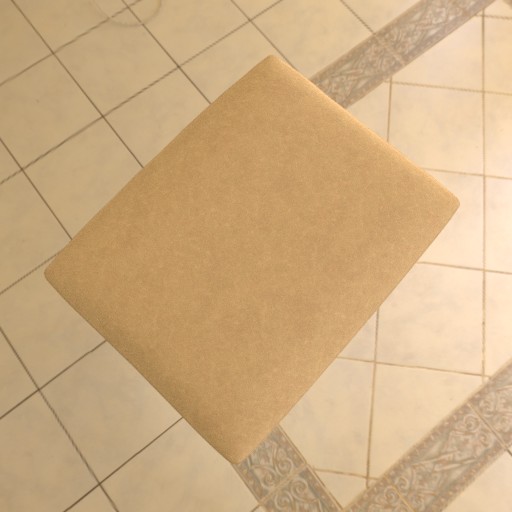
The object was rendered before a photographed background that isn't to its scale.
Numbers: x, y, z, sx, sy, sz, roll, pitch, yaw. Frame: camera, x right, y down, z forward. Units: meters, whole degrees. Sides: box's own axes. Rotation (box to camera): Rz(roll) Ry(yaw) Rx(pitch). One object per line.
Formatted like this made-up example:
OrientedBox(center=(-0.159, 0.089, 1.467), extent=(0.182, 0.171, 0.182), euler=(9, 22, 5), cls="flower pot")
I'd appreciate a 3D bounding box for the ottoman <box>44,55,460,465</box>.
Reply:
OrientedBox(center=(0.000, 0.000, 1.123), extent=(0.584, 0.513, 0.741), euler=(42, 80, 9), cls="ottoman")
